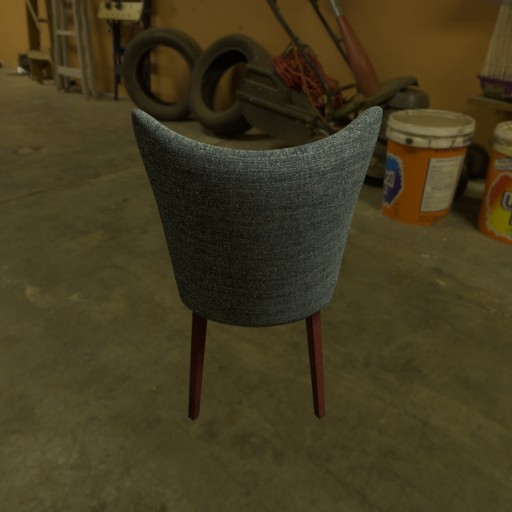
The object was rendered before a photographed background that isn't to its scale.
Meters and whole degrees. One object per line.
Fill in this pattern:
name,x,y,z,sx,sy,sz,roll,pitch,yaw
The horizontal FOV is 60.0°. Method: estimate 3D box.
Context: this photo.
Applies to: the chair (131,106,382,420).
chair,0.000,0.000,1.313,0.535,0.924,0.623,0,30,-1
